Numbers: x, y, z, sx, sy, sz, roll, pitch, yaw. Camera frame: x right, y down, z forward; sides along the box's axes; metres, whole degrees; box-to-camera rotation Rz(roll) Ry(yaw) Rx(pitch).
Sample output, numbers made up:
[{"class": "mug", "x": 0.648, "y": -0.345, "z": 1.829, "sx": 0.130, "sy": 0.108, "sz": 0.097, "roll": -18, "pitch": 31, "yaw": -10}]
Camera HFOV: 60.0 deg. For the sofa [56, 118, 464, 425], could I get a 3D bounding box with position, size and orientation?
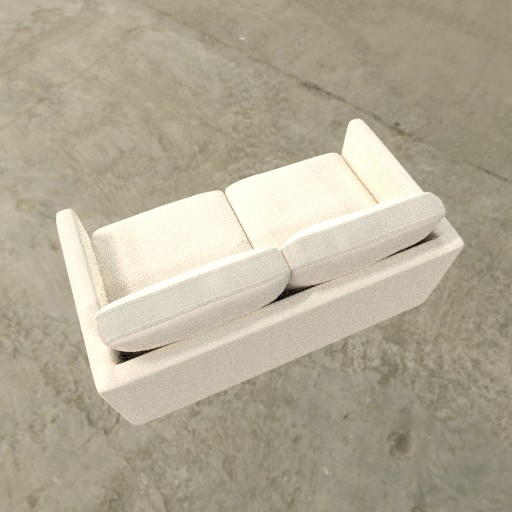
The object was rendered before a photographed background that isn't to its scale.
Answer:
[{"class": "sofa", "x": 0.000, "y": 0.000, "z": 2.250, "sx": 1.702, "sy": 0.888, "sz": 0.964, "roll": -20, "pitch": 60, "yaw": -12}]
